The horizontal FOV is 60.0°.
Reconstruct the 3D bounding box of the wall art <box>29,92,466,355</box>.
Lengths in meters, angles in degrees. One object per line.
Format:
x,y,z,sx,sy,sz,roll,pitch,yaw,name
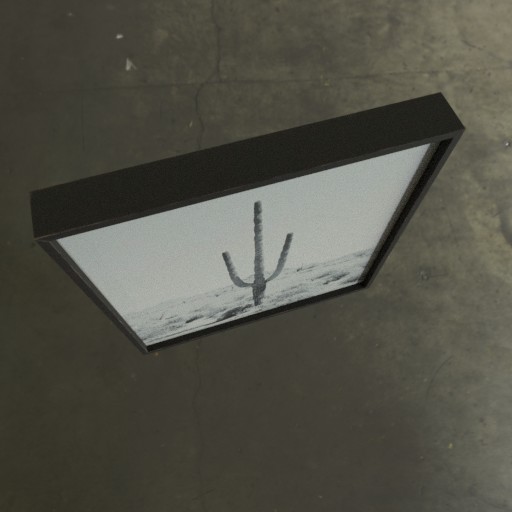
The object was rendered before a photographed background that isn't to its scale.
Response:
0.000,0.000,0.444,0.305,0.305,0.038,-16,65,-8,wall art
